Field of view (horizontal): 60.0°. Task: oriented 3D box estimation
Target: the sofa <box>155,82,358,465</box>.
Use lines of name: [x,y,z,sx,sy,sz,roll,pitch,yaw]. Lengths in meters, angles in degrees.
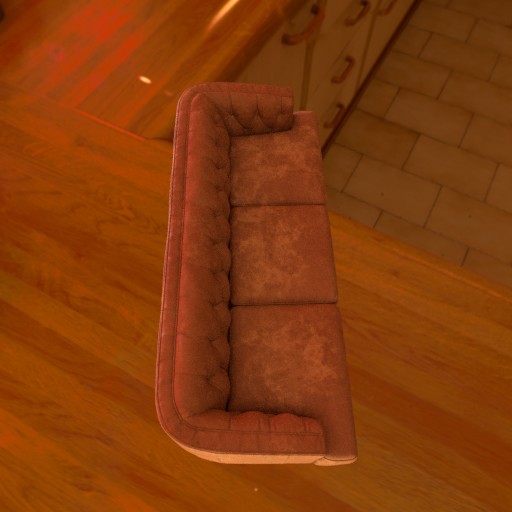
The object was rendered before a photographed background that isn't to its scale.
sofa: [0.000,0.000,2.627,0.922,0.791,2.257,-1,62,-1]
